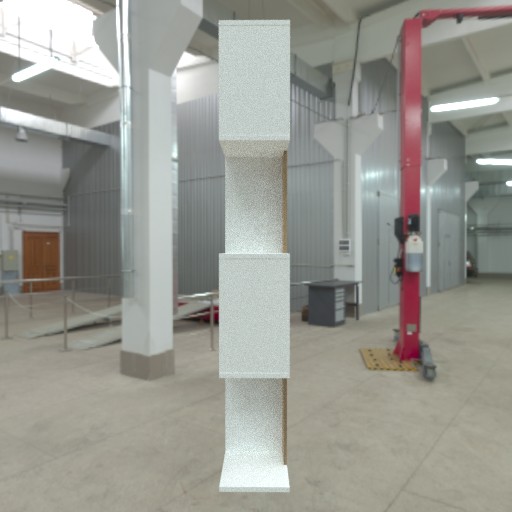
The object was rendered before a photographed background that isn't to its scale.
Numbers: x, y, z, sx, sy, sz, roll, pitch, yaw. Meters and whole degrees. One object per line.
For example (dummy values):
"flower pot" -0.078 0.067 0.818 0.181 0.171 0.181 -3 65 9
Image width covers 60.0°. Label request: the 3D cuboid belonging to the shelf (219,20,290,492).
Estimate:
"shelf" 0.000 0.000 1.994 0.250 1.650 0.890 0 1 1
